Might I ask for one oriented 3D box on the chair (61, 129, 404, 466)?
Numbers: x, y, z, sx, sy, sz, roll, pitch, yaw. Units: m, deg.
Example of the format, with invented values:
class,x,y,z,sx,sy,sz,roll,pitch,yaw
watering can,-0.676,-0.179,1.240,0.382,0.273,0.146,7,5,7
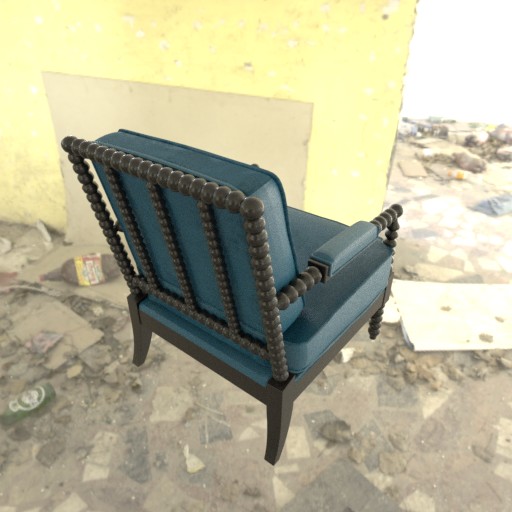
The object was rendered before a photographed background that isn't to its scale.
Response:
class,x,y,z,sx,sy,sz,roll,pitch,yaw
chair,0.000,0.000,1.423,0.688,0.857,0.805,23,38,32
